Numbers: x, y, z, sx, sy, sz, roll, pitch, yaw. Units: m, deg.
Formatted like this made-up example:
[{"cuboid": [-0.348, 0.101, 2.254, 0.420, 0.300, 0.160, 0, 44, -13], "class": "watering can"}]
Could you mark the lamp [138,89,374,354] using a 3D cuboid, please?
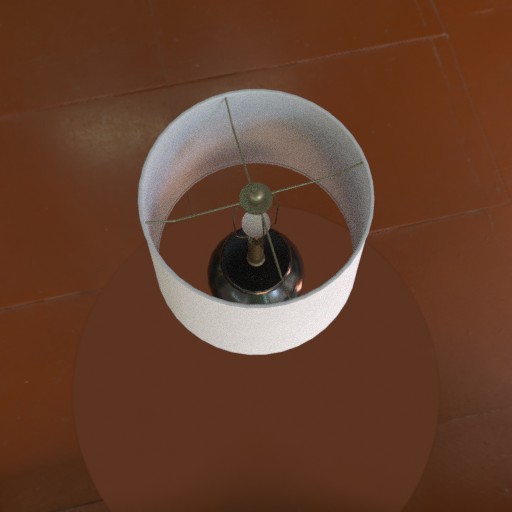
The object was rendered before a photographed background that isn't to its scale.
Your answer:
[{"cuboid": [0.000, 0.000, 0.545, 0.239, 0.399, 0.239, 0, 75, 0], "class": "lamp"}]
